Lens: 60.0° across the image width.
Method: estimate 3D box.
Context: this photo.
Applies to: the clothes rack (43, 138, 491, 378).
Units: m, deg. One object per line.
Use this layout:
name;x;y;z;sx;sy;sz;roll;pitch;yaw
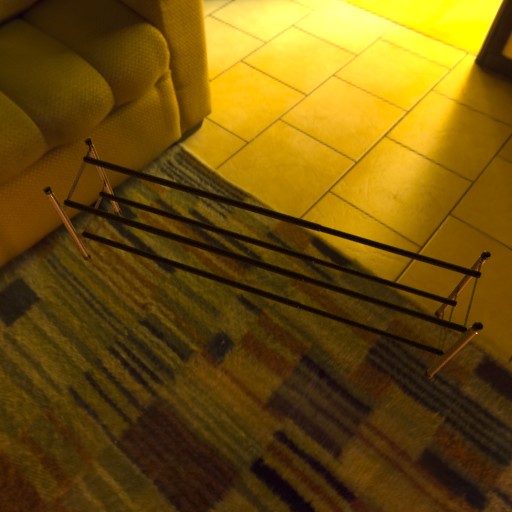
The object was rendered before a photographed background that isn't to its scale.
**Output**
clothes rack;0.000;0.000;1.301;1.168;0.349;0.229;18;59;11
